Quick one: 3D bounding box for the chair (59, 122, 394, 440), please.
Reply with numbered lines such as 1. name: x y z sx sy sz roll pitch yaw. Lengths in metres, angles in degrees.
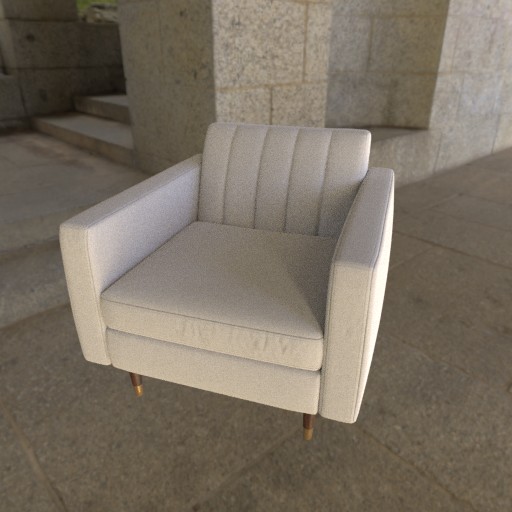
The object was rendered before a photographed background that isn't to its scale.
1. chair: 0.000 0.000 1.666 0.953 0.819 0.998 8 27 16
